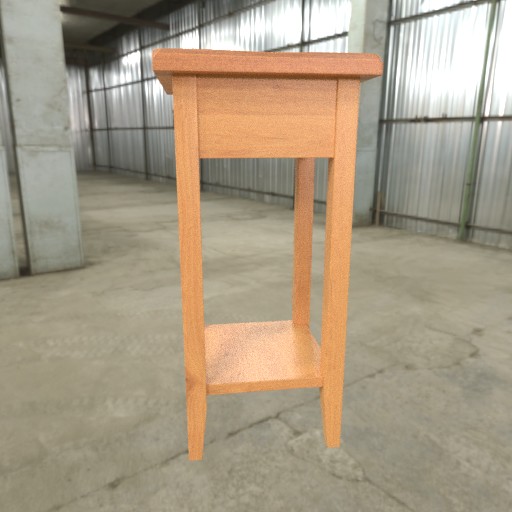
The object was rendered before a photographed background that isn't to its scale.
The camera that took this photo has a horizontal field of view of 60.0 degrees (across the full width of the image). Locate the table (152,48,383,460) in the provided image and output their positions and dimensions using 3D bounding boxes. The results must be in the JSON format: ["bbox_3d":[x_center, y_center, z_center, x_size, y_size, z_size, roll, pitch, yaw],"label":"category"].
[{"bbox_3d":[0.000,0.000,0.942,0.360,0.740,0.360,-2,15,-7],"label":"table"}]
